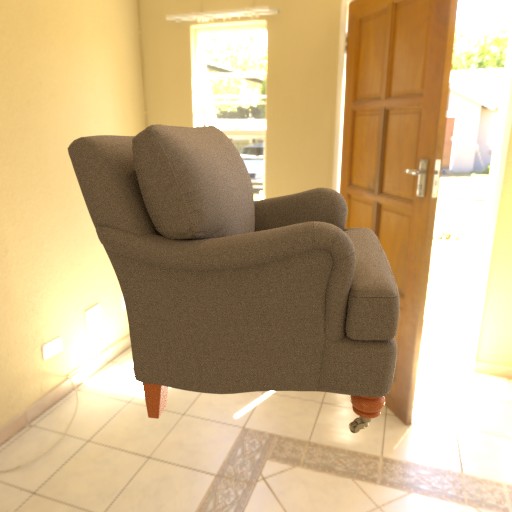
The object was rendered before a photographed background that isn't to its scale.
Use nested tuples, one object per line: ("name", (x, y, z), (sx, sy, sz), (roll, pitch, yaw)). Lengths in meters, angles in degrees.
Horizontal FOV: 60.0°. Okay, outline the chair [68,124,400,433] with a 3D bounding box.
("chair", (0.000, 0.000, 1.832), (1.070, 1.038, 0.955), (3, 16, 9))
